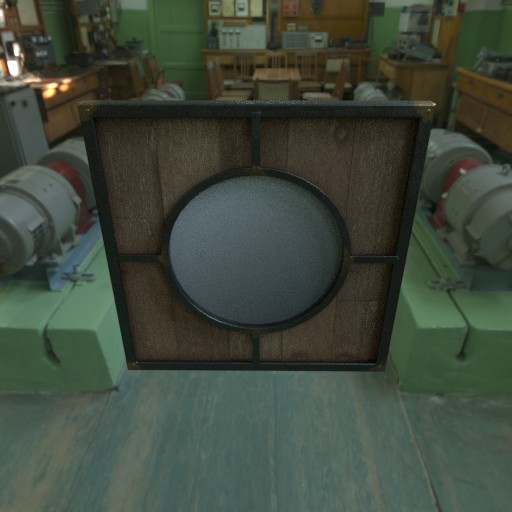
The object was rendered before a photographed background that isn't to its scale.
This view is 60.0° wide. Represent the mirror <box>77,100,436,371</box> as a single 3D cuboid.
[{"bbox_3d":[0.000,0.000,0.571,0.382,0.381,0.020,0,29,0],"label":"mirror"}]
